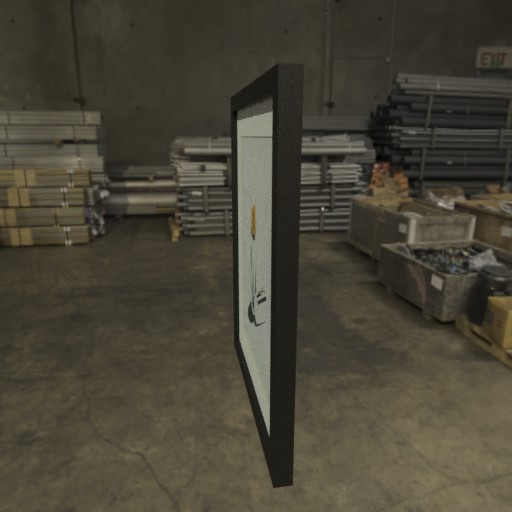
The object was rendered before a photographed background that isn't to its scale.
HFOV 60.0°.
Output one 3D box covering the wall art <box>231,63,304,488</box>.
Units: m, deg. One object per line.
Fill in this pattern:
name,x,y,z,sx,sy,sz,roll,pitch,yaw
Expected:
wall art,0.000,0.000,0.775,0.029,0.559,0.457,-3,15,-9
